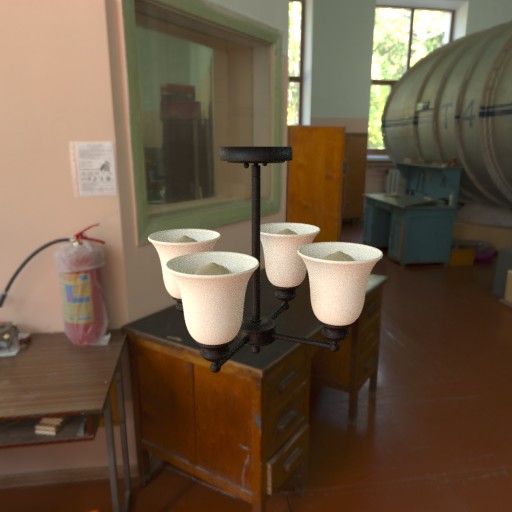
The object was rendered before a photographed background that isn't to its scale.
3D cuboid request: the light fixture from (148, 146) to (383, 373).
[{"bbox_3d":[0.000,0.000,1.931,1.069,0.925,1.069,7,16,24],"label":"light fixture"}]
